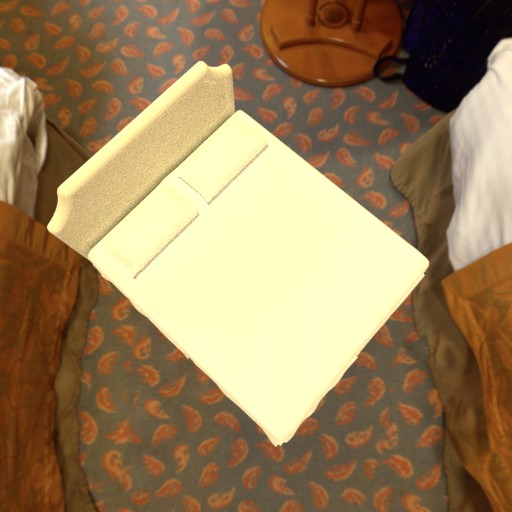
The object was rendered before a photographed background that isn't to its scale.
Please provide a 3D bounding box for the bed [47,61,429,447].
[{"bbox_3d":[0.000,0.000,4.148,2.773,1.590,2.350,41,78,10],"label":"bed"}]
